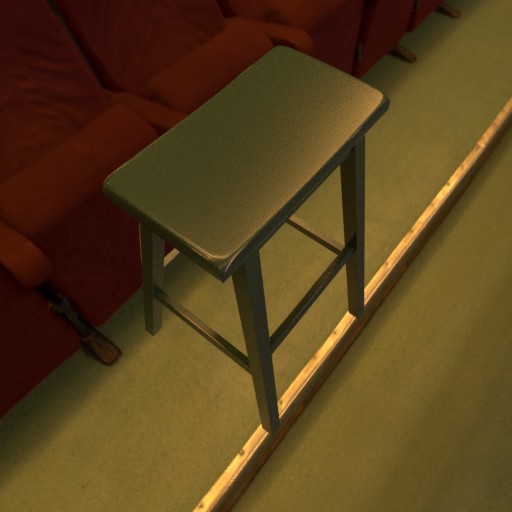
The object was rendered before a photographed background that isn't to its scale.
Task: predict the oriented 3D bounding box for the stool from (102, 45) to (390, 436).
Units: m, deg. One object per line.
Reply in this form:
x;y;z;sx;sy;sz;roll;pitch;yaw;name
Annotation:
0.000;0.000;1.017;0.476;0.737;0.457;34;64;19;stool
